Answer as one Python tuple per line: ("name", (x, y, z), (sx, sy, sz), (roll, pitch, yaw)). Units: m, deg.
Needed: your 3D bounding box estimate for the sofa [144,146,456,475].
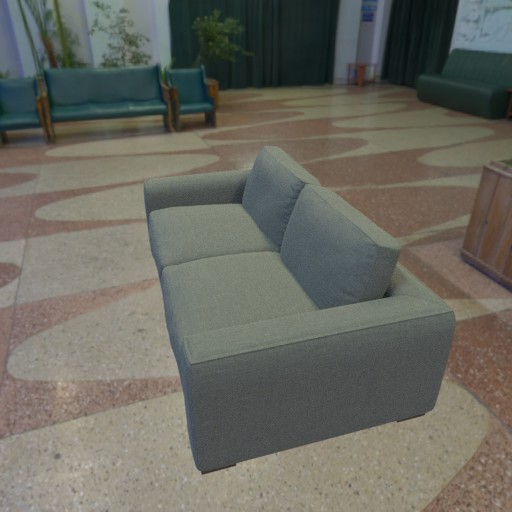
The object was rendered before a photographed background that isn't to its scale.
("sofa", (0.000, 0.000, 2.411), (1.069, 0.800, 1.920), (-8, 30, -15))
